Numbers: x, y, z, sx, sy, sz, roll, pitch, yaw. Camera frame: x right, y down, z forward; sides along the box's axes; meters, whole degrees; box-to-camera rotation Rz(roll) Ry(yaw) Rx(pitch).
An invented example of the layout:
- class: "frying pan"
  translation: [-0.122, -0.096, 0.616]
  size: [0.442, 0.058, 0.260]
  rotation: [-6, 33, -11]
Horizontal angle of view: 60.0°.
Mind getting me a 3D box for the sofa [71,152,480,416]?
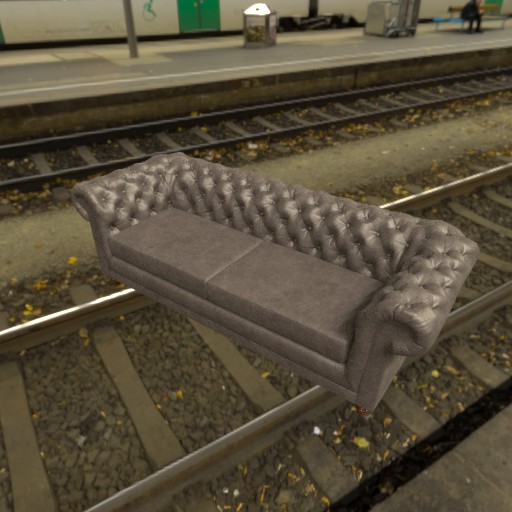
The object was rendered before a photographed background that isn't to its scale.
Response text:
- class: "sofa"
  translation: [0.000, 0.000, 2.794]
  size: [2.385, 0.783, 0.944]
  rotation: [21, 37, 30]
